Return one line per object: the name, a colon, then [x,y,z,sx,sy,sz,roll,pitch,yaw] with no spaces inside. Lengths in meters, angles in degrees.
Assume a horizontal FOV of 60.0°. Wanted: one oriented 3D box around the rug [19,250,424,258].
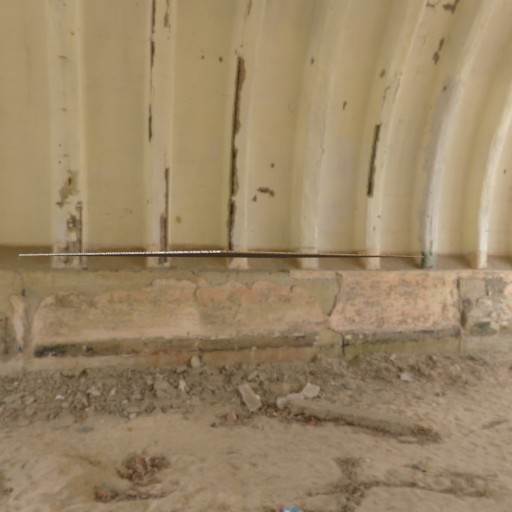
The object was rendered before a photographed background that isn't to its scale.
rug: [0.000,0.000,3.009,1.519,0.007,2.428,0,-1,37]
